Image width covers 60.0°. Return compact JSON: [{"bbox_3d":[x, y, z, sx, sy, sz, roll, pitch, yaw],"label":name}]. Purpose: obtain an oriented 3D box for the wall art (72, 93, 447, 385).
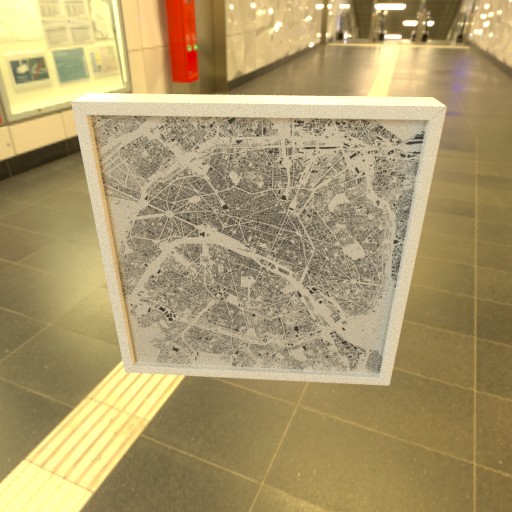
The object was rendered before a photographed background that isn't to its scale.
[{"bbox_3d":[0.000,0.000,0.449,0.305,0.305,0.038,2,30,3],"label":"wall art"}]
